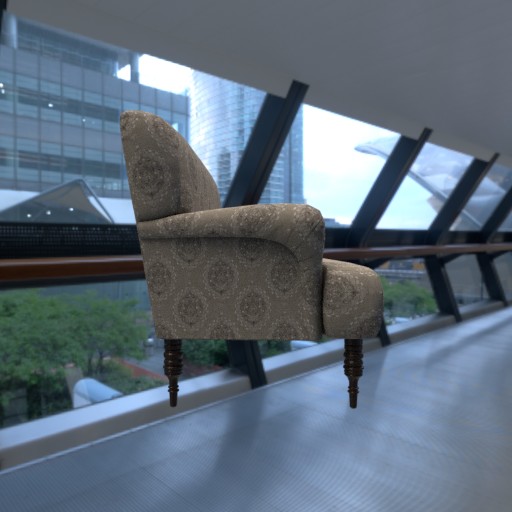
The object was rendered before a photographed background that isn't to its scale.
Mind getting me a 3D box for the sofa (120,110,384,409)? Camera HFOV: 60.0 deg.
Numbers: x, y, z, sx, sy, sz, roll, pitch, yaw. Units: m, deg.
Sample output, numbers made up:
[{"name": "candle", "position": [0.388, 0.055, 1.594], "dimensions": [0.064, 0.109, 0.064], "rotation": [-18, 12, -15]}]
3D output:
[{"name": "sofa", "position": [0.000, 0.000, 1.860], "dimensions": [0.779, 0.889, 1.297], "rotation": [0, 1, 1]}]
